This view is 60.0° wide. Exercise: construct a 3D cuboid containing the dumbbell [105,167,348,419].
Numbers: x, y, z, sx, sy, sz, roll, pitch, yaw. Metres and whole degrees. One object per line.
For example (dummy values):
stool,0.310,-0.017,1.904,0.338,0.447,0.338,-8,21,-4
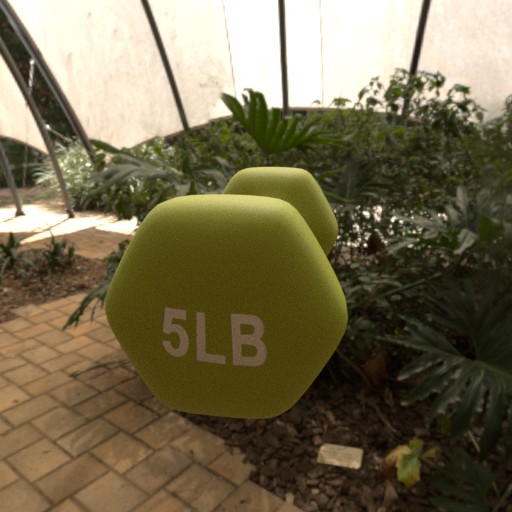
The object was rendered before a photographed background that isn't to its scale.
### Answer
dumbbell,0.000,0.000,0.206,0.080,0.072,0.164,3,15,9
